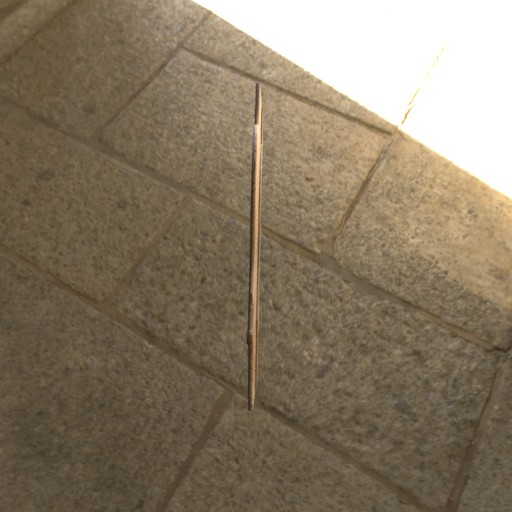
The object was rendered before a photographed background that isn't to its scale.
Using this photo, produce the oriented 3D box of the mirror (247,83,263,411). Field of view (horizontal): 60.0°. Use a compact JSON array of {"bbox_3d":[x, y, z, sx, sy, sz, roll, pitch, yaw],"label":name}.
[{"bbox_3d":[0.000,0.000,1.062,0.019,0.686,0.686,1,64,1],"label":"mirror"}]
